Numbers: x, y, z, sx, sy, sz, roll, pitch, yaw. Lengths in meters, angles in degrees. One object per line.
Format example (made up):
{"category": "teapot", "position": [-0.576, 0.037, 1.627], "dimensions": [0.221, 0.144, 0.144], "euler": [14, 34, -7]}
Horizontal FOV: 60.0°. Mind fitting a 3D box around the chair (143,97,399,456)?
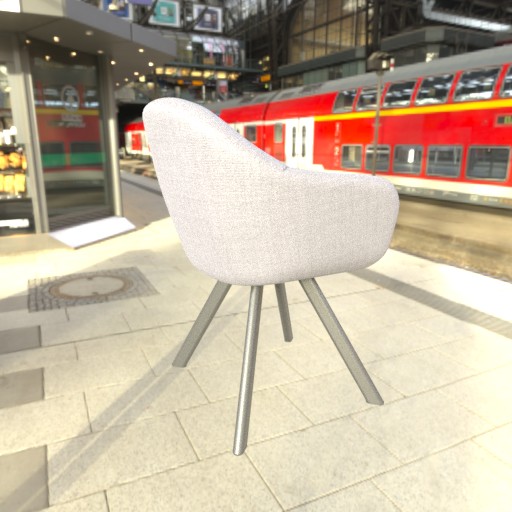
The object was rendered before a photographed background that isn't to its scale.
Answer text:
{"category": "chair", "position": [0.000, 0.000, 1.207], "dimensions": [0.550, 0.795, 0.590], "euler": [-8, 16, -27]}
